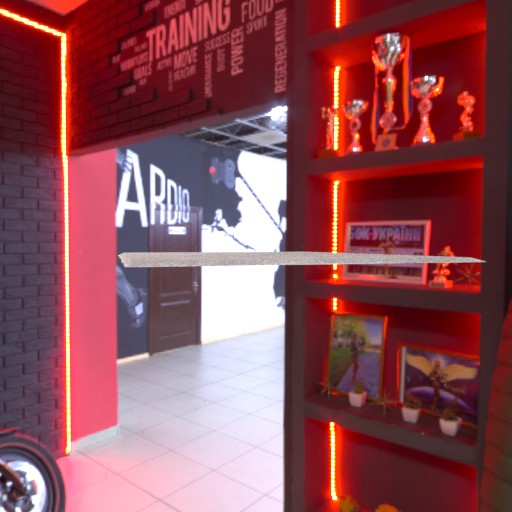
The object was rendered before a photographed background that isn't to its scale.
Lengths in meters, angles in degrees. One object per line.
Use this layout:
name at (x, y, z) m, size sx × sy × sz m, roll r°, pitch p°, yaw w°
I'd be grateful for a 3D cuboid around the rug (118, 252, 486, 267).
rug at (0.000, 0.000, 3.964) m, size 2.332 × 0.027 × 2.933 m, roll 0°, pitch 1°, yaw -18°
